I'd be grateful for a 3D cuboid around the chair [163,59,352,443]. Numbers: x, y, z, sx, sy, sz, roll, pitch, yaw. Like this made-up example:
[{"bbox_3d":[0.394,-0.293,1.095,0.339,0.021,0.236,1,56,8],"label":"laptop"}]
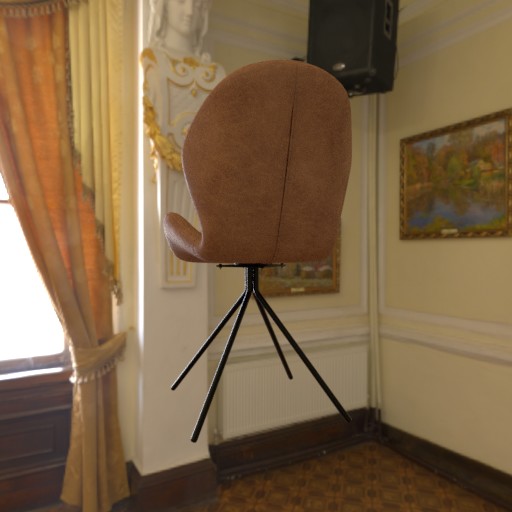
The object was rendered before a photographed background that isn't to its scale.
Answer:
[{"bbox_3d":[0.000,0.000,1.332,0.527,0.929,0.640,0,1,-17],"label":"chair"}]
